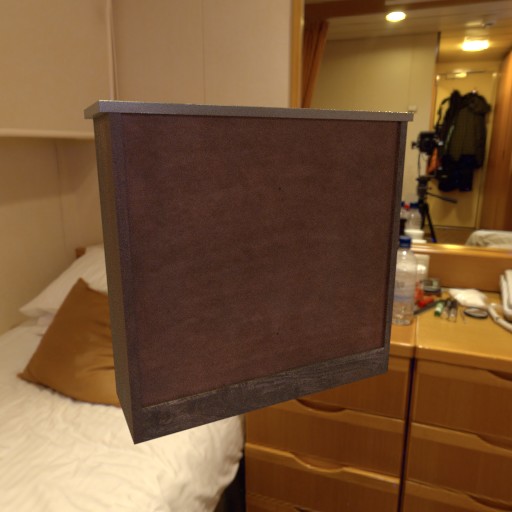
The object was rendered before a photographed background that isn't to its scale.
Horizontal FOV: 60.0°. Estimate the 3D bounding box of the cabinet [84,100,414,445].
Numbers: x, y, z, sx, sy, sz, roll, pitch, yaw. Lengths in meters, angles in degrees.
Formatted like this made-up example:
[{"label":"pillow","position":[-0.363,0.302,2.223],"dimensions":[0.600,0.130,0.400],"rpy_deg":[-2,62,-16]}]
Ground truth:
[{"label":"cabinet","position":[0.000,0.000,1.479],"dimensions":[0.968,0.919,0.338],"rpy_deg":[-7,16,-25]}]
